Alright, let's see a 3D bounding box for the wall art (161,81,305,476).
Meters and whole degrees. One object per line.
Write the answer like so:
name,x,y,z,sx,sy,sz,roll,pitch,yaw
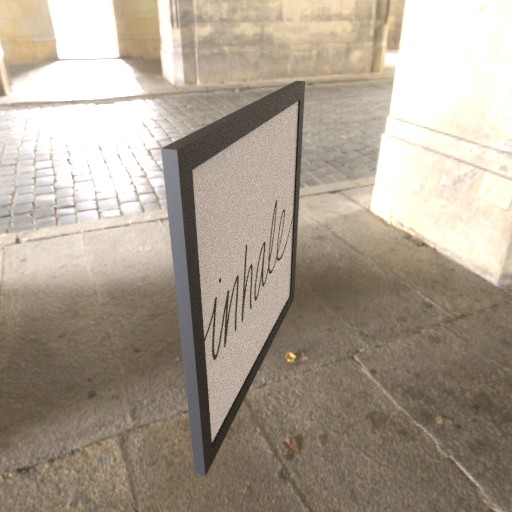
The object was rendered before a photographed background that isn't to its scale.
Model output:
wall art,0.000,0.000,0.539,0.013,0.356,0.356,10,31,17
